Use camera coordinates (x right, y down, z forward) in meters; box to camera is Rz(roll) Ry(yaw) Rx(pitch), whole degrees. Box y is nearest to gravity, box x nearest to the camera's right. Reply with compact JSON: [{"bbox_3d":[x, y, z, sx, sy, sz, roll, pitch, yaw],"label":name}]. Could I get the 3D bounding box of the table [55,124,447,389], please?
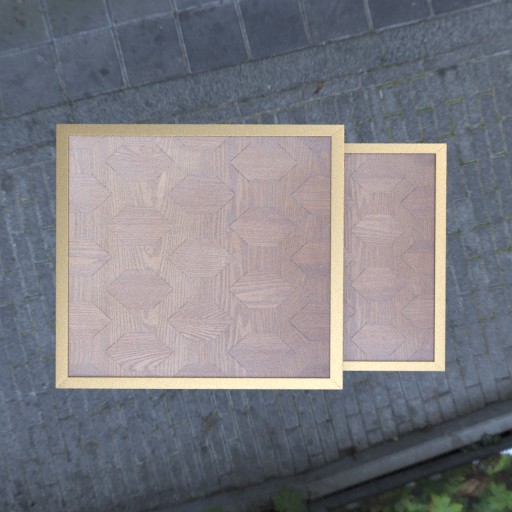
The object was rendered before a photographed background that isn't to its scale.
[{"bbox_3d":[0.000,0.000,1.092,0.762,0.505,0.505,0,90,0],"label":"table"}]
